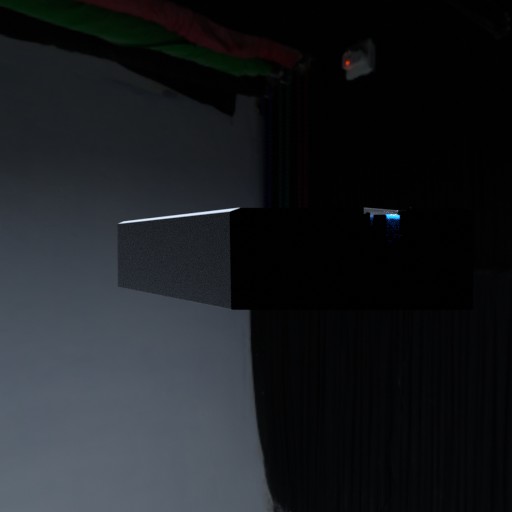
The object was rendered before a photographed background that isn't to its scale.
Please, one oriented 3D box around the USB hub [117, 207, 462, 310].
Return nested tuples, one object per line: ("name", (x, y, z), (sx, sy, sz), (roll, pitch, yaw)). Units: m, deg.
("USB hub", (0.000, 0.000, 0.129), (0.044, 0.023, 0.110), (-1, 2, -38))
